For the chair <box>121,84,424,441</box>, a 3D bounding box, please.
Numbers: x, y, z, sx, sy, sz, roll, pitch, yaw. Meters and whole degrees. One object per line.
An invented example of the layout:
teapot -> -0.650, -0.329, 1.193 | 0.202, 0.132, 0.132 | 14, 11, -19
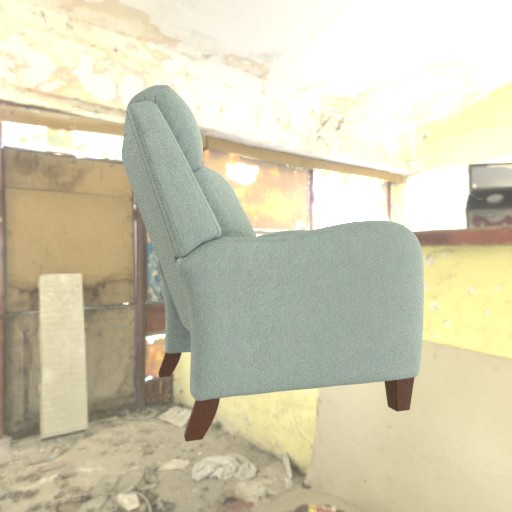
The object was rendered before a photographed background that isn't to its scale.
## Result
chair -> 0.000, 0.000, 1.723 | 0.988, 1.067, 0.785 | 0, 0, -18
